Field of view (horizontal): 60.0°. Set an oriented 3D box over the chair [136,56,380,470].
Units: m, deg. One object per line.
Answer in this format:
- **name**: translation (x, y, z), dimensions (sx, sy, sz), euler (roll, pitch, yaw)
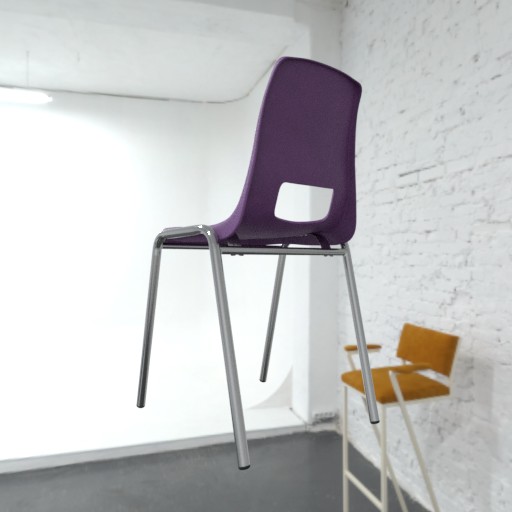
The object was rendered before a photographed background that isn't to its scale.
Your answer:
- **chair**: translation (0.000, 0.000, 0.980), dimensions (0.381, 0.704, 0.432), euler (0, -1, -37)
